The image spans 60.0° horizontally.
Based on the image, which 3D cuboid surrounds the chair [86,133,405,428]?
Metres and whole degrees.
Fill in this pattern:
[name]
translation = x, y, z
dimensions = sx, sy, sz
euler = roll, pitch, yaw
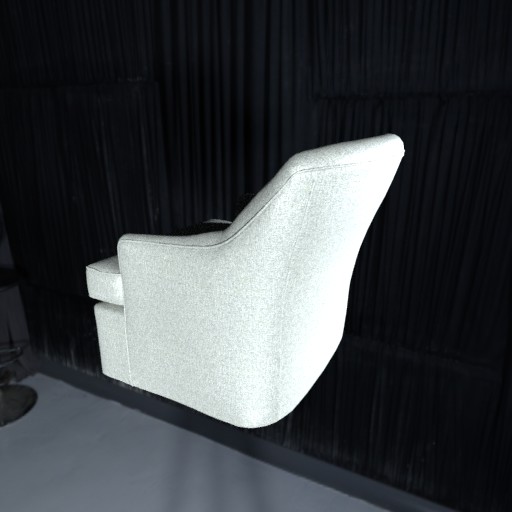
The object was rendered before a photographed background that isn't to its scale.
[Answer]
[chair]
translation = 0.000, 0.000, 1.593
dimensions = 0.923, 0.856, 0.864
euler = 9, 20, 26
